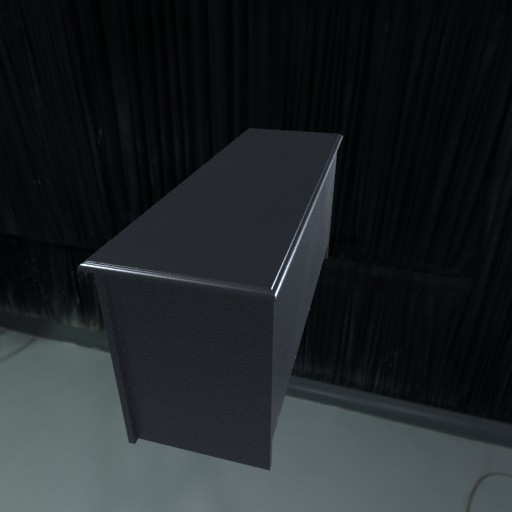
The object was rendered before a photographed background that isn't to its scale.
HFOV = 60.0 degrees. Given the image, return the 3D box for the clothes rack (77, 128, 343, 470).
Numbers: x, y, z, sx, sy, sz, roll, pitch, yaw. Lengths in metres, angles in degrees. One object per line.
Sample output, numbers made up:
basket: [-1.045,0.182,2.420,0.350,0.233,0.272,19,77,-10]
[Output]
clothes rack: [0.000,0.000,1.478,0.406,0.556,1.219,7,30,13]
